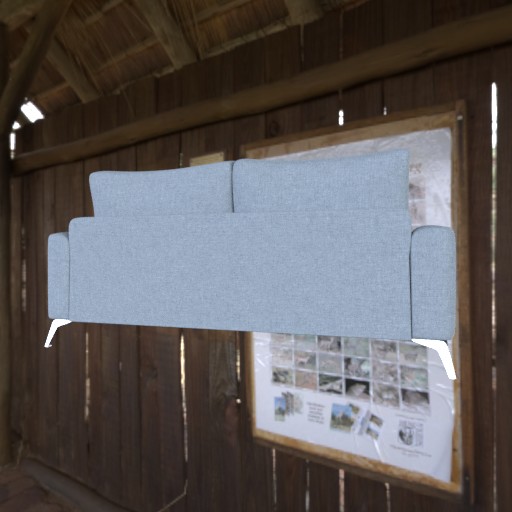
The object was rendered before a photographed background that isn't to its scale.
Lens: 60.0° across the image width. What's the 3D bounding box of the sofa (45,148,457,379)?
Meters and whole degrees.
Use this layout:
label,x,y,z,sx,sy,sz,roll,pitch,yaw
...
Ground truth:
label,x,y,z,sx,sy,sz,roll,pitch,yaw
sofa,0.000,0.000,2.092,1.650,0.790,0.920,0,0,18
